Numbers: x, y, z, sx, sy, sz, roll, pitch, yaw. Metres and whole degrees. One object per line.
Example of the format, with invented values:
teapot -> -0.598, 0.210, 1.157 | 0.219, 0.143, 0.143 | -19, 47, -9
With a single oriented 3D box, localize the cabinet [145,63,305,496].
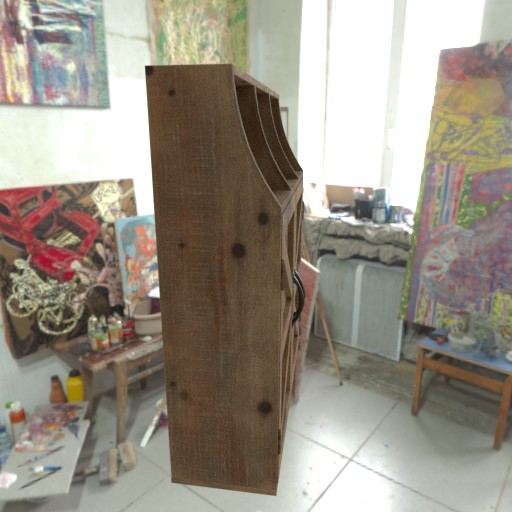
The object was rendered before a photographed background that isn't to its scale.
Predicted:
cabinet -> 0.000, 0.000, 0.813 | 0.184, 0.590, 0.489 | 3, 16, 9
